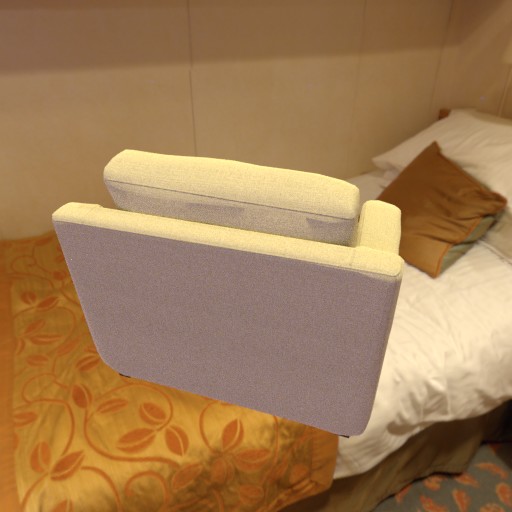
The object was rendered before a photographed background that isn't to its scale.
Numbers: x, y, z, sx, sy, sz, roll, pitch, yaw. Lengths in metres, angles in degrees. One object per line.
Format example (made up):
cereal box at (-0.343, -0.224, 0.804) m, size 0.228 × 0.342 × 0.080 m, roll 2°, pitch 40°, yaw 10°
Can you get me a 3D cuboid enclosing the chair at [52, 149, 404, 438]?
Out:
chair at (0.000, 0.000, 1.929) m, size 1.178 × 1.016 × 1.009 m, roll 10°, pitch 33°, yaw 16°
